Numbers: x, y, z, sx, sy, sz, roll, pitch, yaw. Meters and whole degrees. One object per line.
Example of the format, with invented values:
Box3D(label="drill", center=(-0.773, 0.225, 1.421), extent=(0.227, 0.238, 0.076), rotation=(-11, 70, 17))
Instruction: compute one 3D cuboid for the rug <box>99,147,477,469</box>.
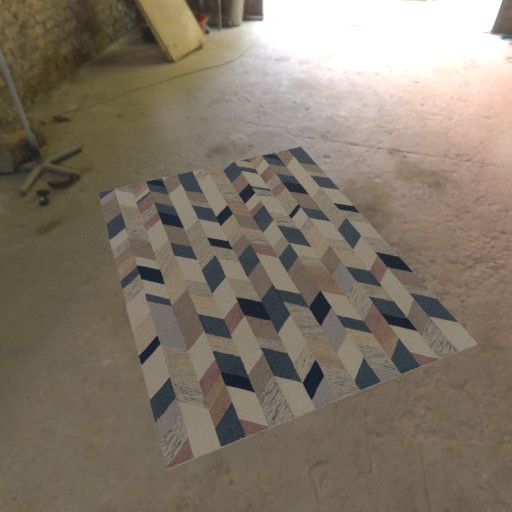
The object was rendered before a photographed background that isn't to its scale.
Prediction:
Box3D(label="rug", center=(0.000, 0.000, 4.090), extent=(2.451, 0.011, 3.072), rotation=(-16, 47, -15))
